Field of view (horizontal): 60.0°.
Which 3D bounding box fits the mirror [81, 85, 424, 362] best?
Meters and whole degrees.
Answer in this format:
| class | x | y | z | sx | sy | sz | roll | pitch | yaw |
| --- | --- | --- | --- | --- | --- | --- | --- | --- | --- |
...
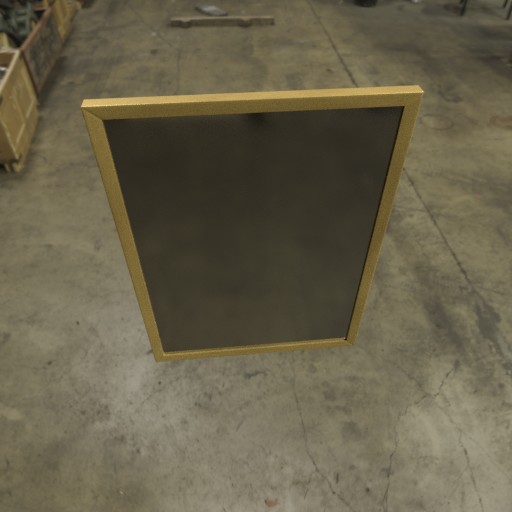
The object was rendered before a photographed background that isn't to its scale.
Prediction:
| class | x | y | z | sx | sy | sz | roll | pitch | yaw |
| --- | --- | --- | --- | --- | --- | --- | --- | --- | --- |
| mirror | 0.000 | 0.000 | 1.351 | 0.762 | 1.016 | 0.040 | -4 | 45 | -4 |
